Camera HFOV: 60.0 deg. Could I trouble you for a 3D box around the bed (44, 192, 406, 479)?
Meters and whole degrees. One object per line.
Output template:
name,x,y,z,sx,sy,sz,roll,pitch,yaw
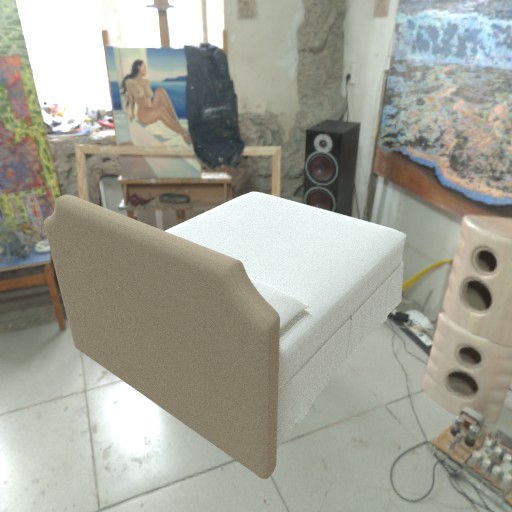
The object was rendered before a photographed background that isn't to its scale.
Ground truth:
bed,0.000,0.000,3.350,1.828,1.301,2.204,20,35,32
